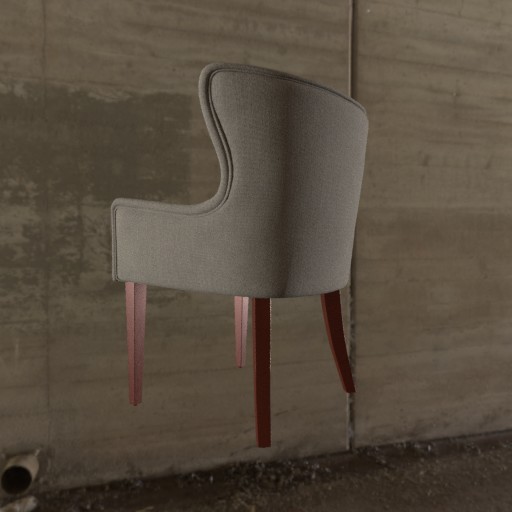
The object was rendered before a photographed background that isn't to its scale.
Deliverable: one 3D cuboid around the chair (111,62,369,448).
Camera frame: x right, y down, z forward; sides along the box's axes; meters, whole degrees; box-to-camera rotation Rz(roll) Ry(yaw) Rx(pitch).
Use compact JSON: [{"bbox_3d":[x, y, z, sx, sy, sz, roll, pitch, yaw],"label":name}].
[{"bbox_3d":[0.000,0.000,1.436,0.677,0.948,0.732,1,2,37],"label":"chair"}]
